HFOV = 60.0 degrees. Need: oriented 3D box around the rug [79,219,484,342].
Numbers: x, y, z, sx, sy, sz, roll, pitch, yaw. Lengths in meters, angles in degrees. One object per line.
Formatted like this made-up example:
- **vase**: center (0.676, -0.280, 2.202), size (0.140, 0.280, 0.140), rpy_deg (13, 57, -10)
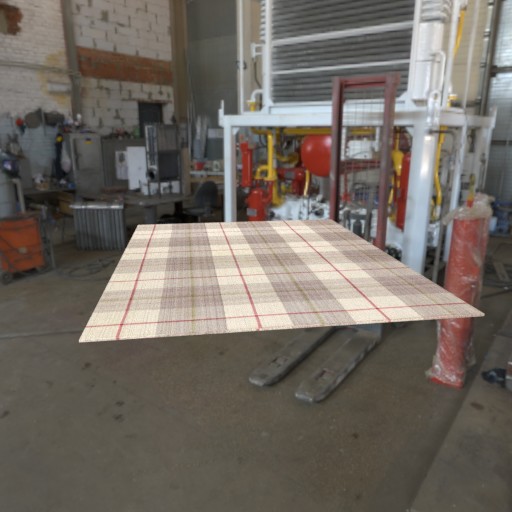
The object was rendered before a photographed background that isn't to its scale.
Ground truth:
- **rug**: center (0.000, 0.000, 3.891), size (2.317, 0.016, 2.959), rpy_deg (-2, 16, -8)
